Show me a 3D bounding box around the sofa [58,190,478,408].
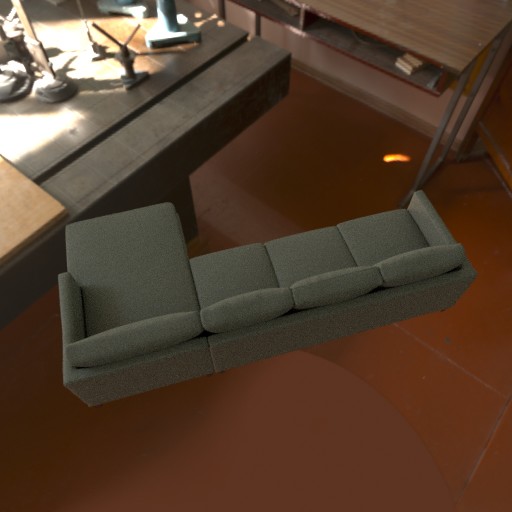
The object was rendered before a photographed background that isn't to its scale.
[{"bbox_3d":[0.000,0.000,3.855,3.186,0.861,1.625,-14,58,-9],"label":"sofa"}]
